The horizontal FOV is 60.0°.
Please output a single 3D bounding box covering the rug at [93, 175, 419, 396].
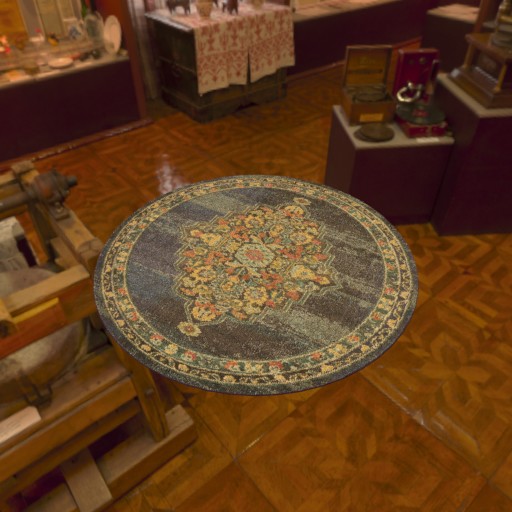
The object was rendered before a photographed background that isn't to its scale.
[{"bbox_3d":[0.000,0.000,2.248,1.591,0.010,1.591,0,41,0],"label":"rug"}]
